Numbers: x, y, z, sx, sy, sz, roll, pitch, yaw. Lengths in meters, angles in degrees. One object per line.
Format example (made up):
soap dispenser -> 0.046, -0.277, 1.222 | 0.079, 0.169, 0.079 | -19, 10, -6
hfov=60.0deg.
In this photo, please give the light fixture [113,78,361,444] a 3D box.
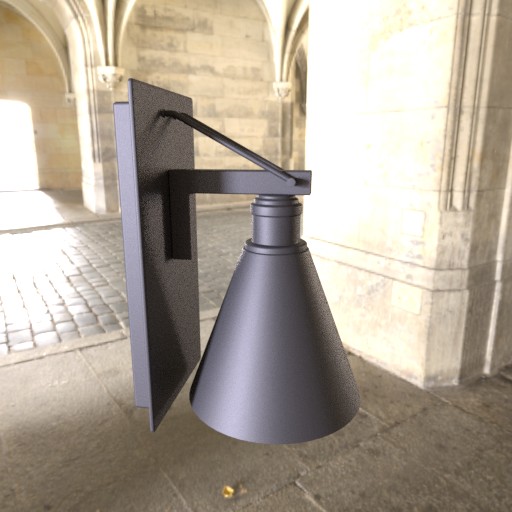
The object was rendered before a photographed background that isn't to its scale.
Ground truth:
light fixture -> 0.000, 0.000, 0.418 | 0.207, 0.298, 0.170 | 2, 14, 9
